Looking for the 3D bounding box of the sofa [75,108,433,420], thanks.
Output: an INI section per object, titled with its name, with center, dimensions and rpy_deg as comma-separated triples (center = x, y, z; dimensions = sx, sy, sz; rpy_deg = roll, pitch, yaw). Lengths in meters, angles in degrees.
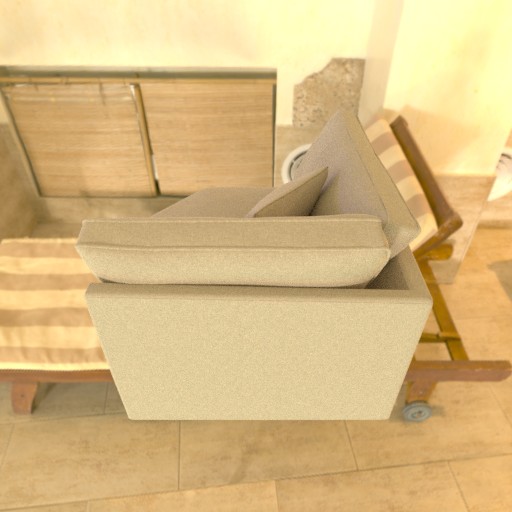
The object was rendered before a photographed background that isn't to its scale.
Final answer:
[sofa]
center = 0.000, 0.000, 1.864
dimensions = 1.042, 0.937, 1.050
rpy_deg = 0, 41, 0
